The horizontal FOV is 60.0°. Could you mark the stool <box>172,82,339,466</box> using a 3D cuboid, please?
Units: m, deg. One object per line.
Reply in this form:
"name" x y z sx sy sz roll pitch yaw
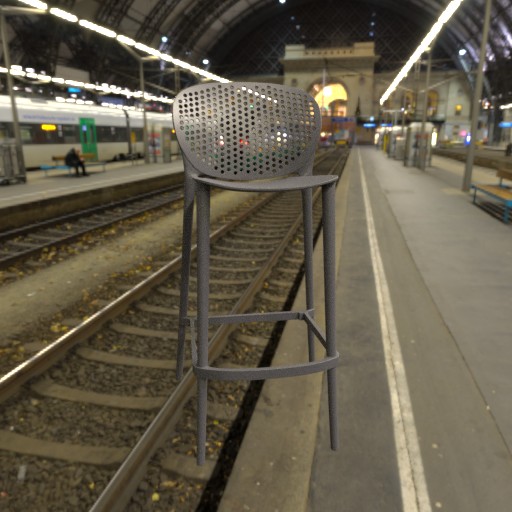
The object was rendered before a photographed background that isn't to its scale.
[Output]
"stool" 0.000 0.000 1.344 0.536 1.045 0.535 -2 15 -9
